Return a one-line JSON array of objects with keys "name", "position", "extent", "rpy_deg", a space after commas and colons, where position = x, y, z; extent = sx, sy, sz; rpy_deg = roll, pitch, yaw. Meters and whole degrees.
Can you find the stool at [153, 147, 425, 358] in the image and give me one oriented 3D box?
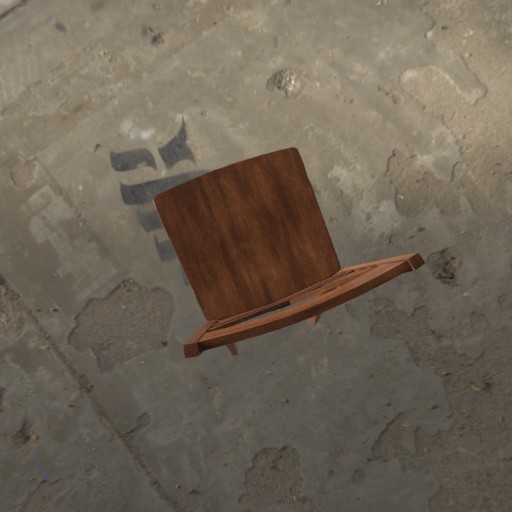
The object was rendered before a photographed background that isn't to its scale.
[{"name": "stool", "position": [0.000, 0.000, 1.361], "extent": [0.462, 1.079, 0.539], "rpy_deg": [-21, 76, -5]}]
